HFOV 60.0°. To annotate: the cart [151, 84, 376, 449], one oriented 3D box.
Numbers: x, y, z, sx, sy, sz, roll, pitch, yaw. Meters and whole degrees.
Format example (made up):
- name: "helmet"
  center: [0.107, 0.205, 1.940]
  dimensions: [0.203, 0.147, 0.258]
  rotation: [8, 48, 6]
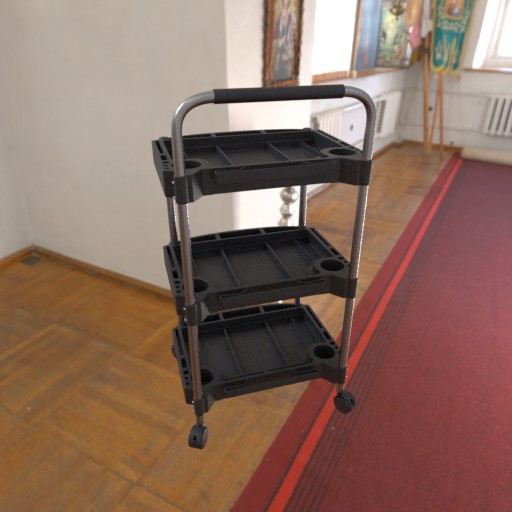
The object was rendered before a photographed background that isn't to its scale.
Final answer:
- name: "cart"
  center: [0.000, 0.000, 1.432]
  dimensions: [0.584, 1.075, 0.518]
  rotation: [-8, 29, -15]
